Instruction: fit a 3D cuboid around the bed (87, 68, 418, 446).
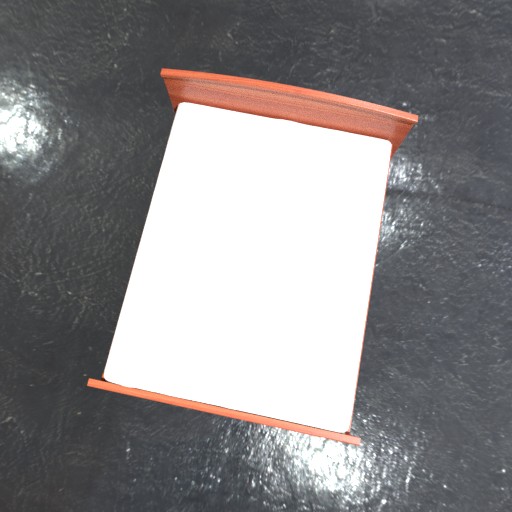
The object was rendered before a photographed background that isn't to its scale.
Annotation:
[{"bbox_3d":[0.000,0.000,2.973,1.683,0.848,2.053,11,77,3],"label":"bed"}]
